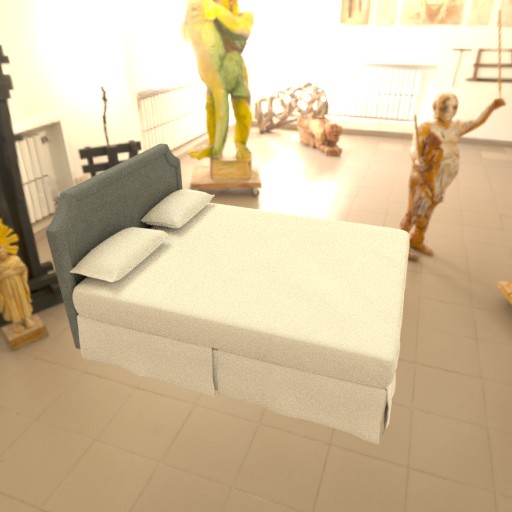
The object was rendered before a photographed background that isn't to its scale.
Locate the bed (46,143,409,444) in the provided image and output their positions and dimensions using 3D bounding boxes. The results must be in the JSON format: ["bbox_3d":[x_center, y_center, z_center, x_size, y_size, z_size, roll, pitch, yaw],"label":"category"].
[{"bbox_3d":[0.000,0.000,3.661,2.464,1.306,1.977,10,31,17],"label":"bed"}]
